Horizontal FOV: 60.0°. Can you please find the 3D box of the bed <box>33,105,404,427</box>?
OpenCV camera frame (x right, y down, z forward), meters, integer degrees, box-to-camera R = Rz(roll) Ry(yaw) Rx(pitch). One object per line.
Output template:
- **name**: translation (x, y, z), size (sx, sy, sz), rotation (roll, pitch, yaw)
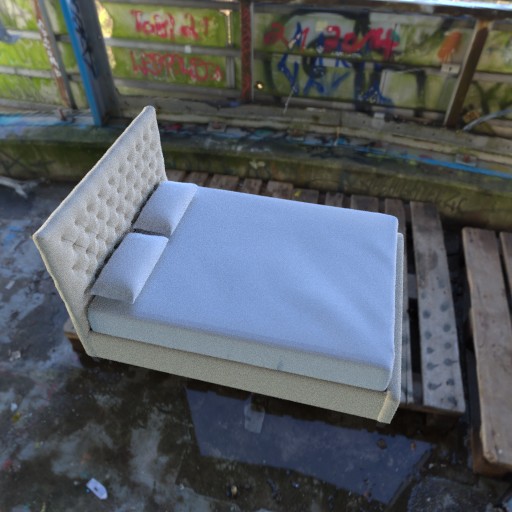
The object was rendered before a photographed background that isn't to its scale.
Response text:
- **bed**: translation (0.000, 0.000, 3.495), size (2.387, 1.427, 1.698), rotation (10, 47, 10)
